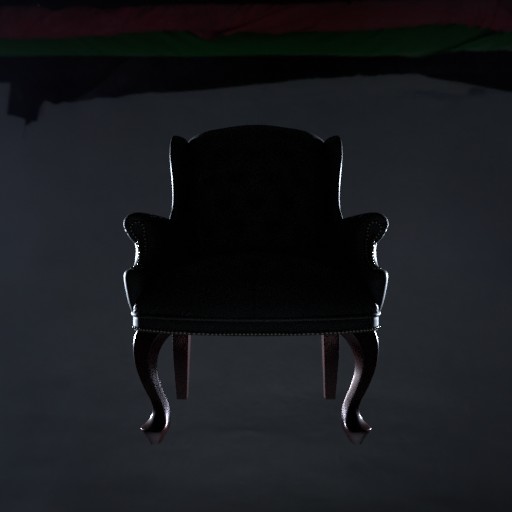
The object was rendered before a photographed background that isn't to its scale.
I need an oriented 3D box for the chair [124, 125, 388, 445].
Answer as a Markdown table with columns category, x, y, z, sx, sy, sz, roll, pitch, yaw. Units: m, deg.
| category | x | y | z | sx | sy | sz | roll | pitch | yaw |
| --- | --- | --- | --- | --- | --- | --- | --- | --- | --- |
| chair | 0.000 | 0.000 | 1.617 | 0.838 | 1.111 | 0.762 | 0 | 1 | 0 |
